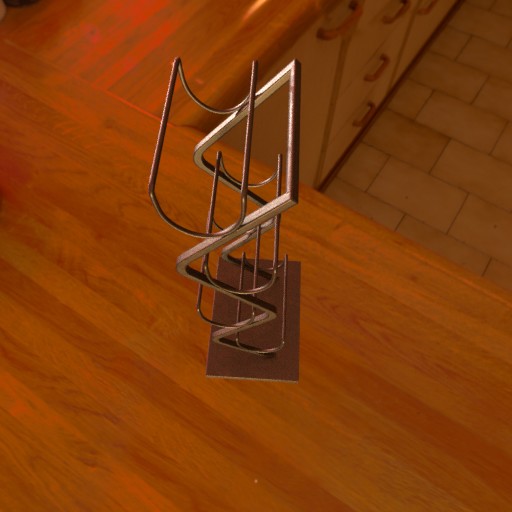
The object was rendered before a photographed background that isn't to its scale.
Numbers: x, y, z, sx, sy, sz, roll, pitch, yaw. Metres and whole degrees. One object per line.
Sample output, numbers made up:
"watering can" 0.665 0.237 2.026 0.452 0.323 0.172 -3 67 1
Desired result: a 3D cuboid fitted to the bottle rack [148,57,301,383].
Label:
"bottle rack" 0.000 0.000 0.662 0.178 0.559 0.254 3 63 2
